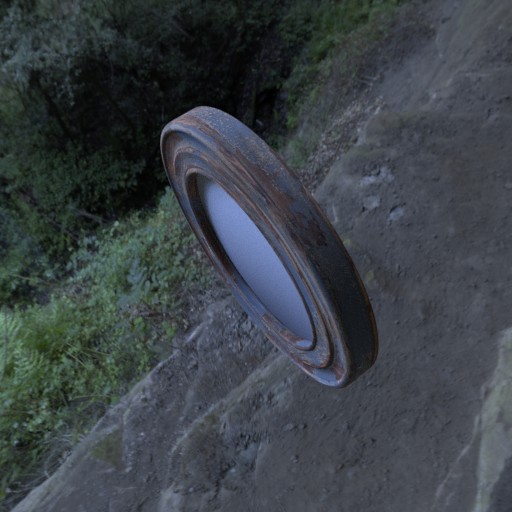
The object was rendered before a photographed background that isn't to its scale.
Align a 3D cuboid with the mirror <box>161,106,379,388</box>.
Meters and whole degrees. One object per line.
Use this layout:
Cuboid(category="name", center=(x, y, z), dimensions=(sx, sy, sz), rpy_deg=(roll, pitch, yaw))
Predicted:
Cuboid(category="mirror", center=(0.000, 0.000, 0.866), dimensions=(0.061, 0.585, 0.585), rpy_deg=(-34, 68, -16))
